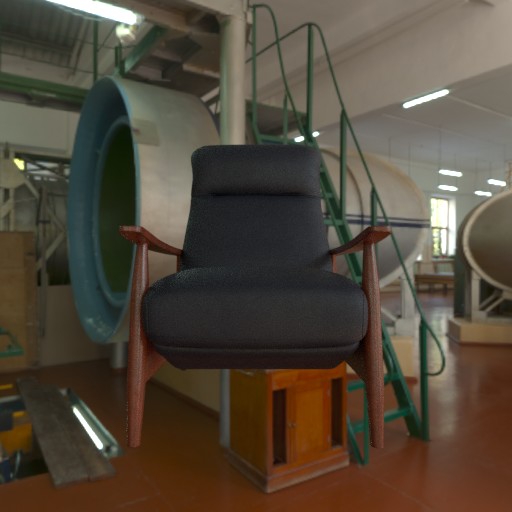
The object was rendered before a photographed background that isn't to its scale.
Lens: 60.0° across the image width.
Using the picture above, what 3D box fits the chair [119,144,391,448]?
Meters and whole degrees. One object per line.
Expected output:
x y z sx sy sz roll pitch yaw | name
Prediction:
0.000 0.000 1.734 0.762 1.082 1.014 0 0 0 | chair
